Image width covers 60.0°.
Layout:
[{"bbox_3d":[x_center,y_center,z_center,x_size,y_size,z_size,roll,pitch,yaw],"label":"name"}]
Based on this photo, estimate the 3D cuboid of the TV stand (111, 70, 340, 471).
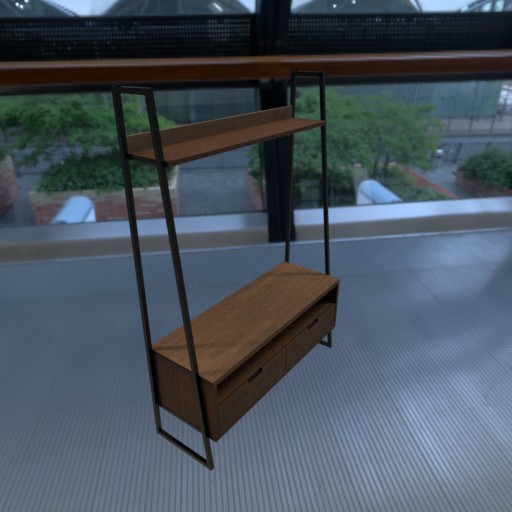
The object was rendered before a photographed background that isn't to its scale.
[{"bbox_3d":[0.000,0.000,2.368,0.432,1.772,1.250,18,31,33],"label":"TV stand"}]
